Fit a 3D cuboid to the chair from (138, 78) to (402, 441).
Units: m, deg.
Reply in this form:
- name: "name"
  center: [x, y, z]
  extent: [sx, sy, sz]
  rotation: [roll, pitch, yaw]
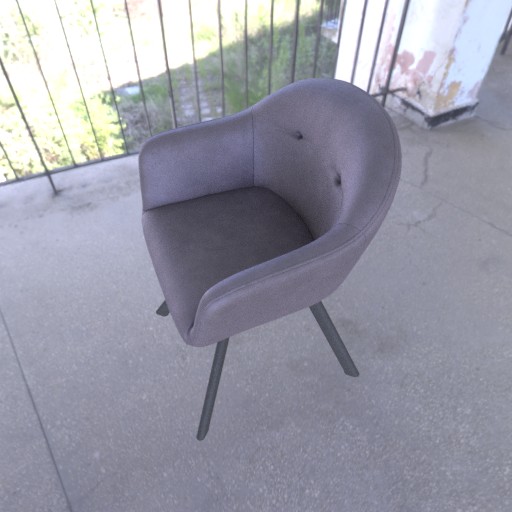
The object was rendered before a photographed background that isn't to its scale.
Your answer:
- name: "chair"
  center: [0.000, 0.000, 1.150]
  extent: [0.544, 0.781, 0.567]
  rotation: [-17, 48, -16]
